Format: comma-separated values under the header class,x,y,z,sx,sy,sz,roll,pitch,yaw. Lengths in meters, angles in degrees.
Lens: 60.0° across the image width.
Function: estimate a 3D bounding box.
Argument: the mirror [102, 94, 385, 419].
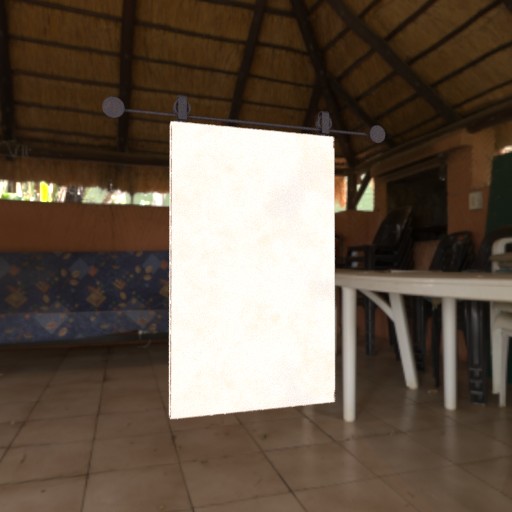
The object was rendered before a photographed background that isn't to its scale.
class,x,y,z,sx,sy,sz,roll,pitch,yaw
mirror,0.000,0.000,1.228,0.808,0.844,0.037,0,-1,-18
